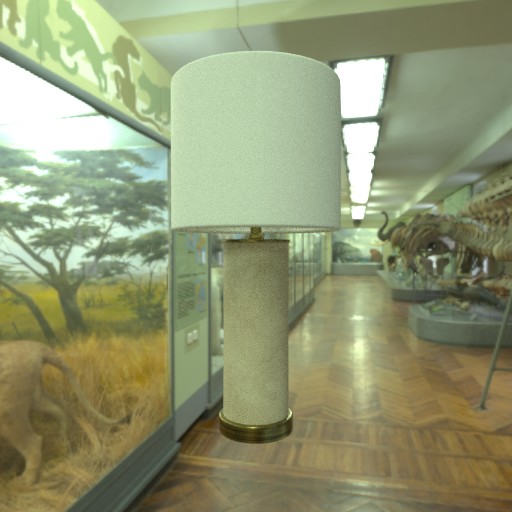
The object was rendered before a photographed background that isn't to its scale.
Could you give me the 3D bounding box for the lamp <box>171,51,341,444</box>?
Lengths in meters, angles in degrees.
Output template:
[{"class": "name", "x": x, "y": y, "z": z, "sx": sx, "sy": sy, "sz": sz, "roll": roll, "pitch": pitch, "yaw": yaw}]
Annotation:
[{"class": "lamp", "x": 0.000, "y": 0.000, "z": 0.813, "sx": 0.305, "sy": 0.634, "sz": 0.305, "roll": 0, "pitch": 1, "yaw": -18}]
